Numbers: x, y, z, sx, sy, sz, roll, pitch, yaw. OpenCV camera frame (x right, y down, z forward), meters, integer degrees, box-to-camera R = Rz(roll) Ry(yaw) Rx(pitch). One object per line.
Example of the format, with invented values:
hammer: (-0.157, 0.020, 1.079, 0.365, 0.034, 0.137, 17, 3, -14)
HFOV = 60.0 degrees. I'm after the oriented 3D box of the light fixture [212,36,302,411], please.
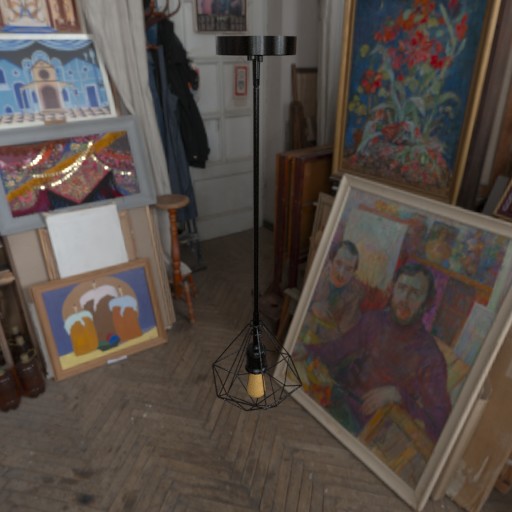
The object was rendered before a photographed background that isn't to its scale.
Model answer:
light fixture: (0.000, 0.000, 1.988, 0.487, 1.764, 0.431, 8, 27, 17)
